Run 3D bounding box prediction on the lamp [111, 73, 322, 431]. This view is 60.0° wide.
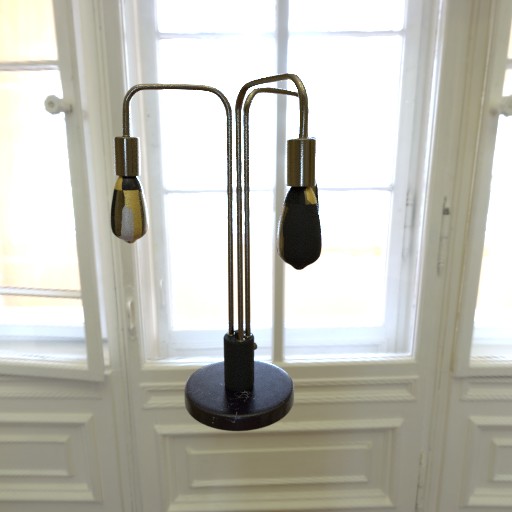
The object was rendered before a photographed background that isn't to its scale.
[{"bbox_3d":[0.000,0.000,0.766,0.355,0.560,0.368,14,20,43],"label":"lamp"}]
